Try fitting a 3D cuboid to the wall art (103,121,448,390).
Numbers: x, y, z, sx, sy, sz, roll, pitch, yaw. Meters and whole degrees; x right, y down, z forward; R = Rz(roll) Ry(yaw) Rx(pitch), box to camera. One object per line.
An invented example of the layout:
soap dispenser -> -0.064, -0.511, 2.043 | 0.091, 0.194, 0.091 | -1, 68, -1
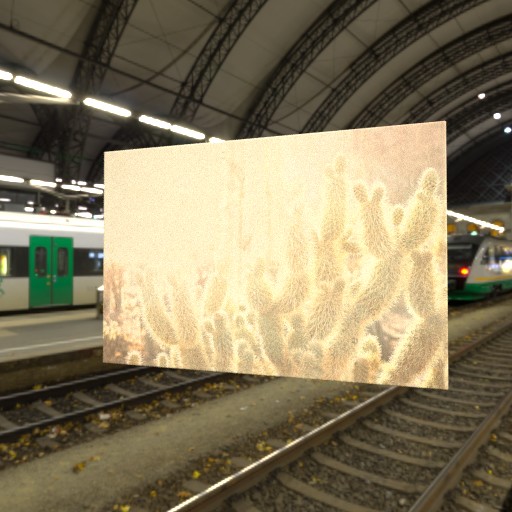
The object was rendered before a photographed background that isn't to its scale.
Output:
wall art -> 0.000, 0.000, 1.441 | 1.142, 0.758, 0.041 | 0, -1, 18
